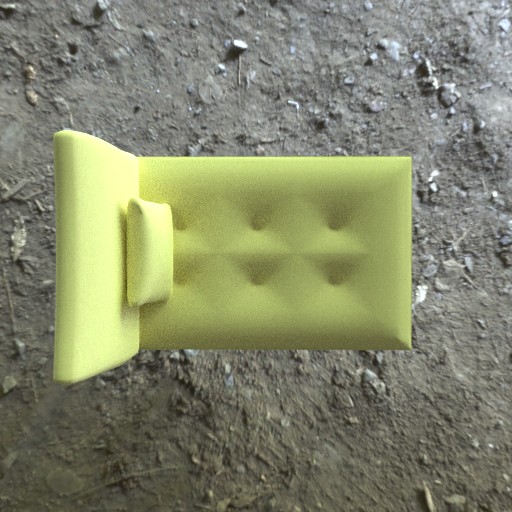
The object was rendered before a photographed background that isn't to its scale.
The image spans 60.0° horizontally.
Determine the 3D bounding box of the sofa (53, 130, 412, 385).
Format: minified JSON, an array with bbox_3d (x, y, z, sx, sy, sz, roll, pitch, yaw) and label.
[{"bbox_3d":[0.000,0.000,1.943,1.450,0.820,0.930,0,91,0],"label":"sofa"}]
